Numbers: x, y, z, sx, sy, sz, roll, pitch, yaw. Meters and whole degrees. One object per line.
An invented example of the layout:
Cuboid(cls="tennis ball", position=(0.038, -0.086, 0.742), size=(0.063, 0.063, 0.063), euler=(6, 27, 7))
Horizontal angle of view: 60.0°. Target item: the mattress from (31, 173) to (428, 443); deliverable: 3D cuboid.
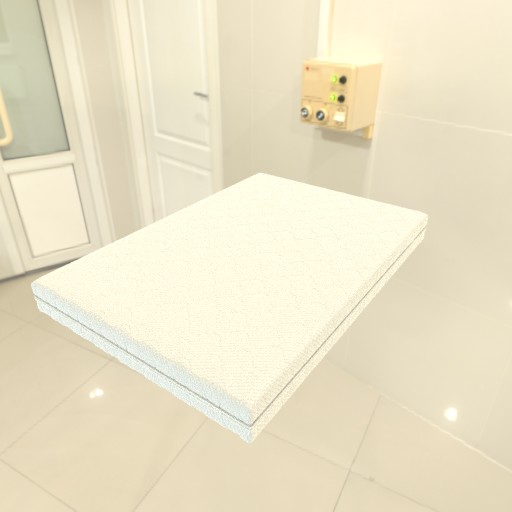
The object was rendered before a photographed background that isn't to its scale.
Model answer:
Cuboid(cls="mattress", position=(0.000, 0.000, 2.631), size=(1.400, 0.200, 2.000), euler=(20, 36, 30))
